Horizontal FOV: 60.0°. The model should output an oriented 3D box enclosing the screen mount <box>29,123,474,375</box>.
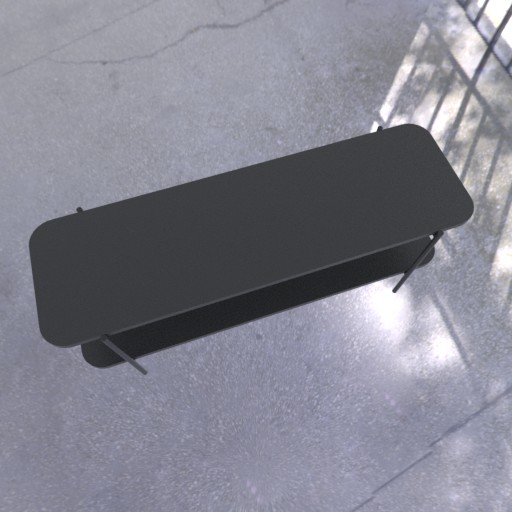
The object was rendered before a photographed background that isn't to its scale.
[{"bbox_3d":[0.000,0.000,1.418,1.200,0.447,0.400,-17,66,-8],"label":"screen mount"}]
